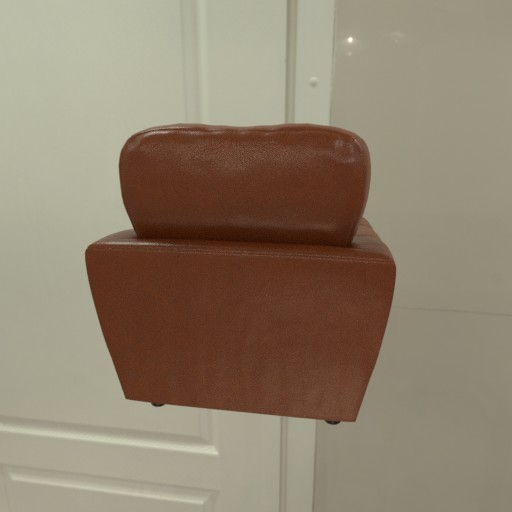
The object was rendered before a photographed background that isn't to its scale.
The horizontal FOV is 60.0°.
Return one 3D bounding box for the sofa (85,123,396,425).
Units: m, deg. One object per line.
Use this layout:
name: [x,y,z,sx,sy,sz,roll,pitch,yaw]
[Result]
sofa: [0.000,0.000,1.530,0.836,0.876,0.789,3,17,9]
